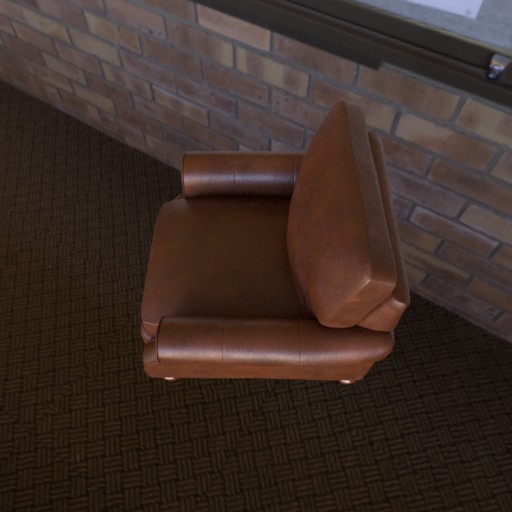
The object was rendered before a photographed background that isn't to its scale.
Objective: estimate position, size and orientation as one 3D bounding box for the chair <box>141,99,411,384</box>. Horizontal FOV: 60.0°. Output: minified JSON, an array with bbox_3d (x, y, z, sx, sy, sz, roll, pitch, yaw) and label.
[{"bbox_3d":[0.000,0.000,1.846,0.992,0.972,0.989,1,58,1],"label":"chair"}]
